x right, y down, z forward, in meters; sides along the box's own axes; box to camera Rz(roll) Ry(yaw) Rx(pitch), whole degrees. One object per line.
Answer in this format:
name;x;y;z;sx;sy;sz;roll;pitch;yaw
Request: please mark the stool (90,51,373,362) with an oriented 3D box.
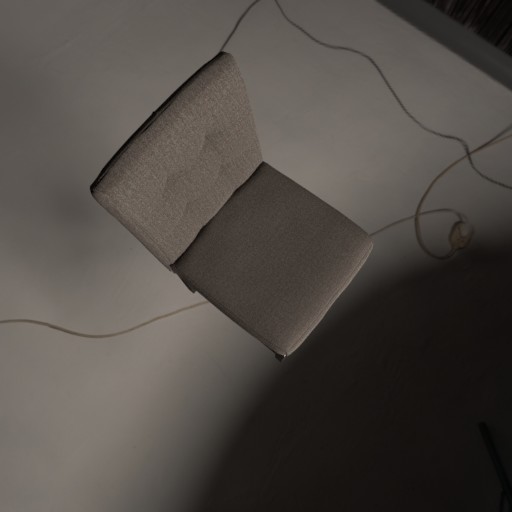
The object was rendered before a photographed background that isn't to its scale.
stool;0.000;0.000;1.338;0.548;1.047;0.411;38;79;9
